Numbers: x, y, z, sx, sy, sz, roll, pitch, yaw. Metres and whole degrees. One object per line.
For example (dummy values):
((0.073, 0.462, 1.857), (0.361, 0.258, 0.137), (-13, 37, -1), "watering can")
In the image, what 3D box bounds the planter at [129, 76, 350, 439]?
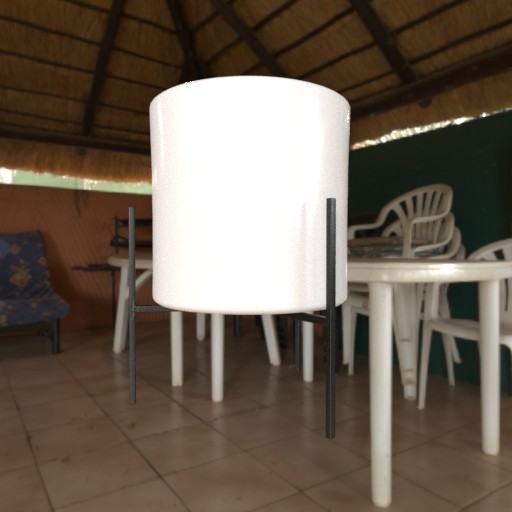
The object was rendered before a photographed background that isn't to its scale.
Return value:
((0.000, 0.000, 0.732), (0.360, 0.480, 0.361), (-1, 1, -35), "planter")
